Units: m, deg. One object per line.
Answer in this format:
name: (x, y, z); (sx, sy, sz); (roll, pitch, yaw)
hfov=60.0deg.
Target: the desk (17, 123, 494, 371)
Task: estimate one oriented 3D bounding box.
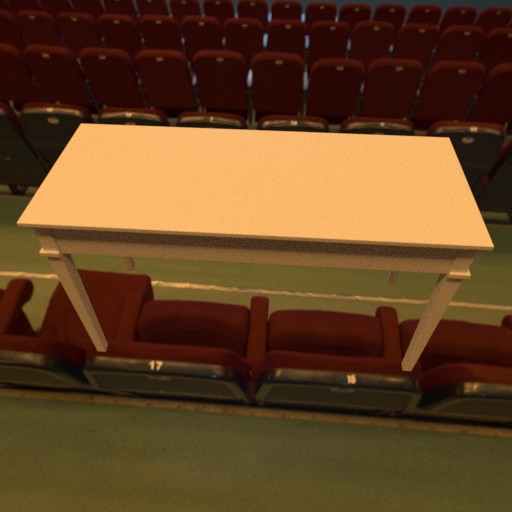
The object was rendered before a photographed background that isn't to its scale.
desk: (0.000, 0.000, 1.741); (1.372, 0.774, 0.559); (3, 47, 3)
